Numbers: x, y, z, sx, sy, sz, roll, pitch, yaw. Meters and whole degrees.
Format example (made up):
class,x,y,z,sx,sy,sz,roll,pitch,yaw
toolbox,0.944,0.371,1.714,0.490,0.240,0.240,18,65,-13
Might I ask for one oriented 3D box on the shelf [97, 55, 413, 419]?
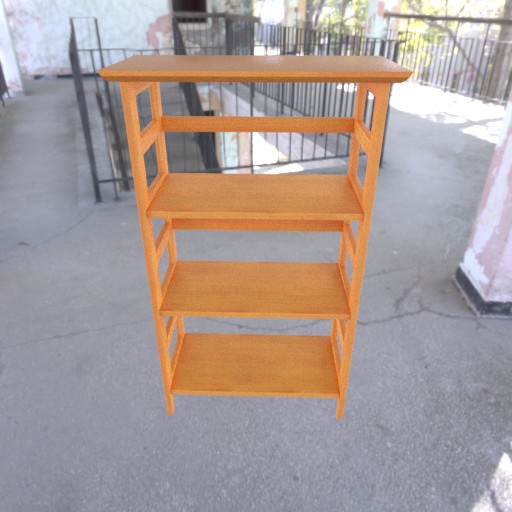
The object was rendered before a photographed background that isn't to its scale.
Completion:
class,x,y,z,sx,sy,sz,roll,pitch,yaw
shelf,0.000,0.000,1.324,0.660,1.067,0.305,1,30,2
